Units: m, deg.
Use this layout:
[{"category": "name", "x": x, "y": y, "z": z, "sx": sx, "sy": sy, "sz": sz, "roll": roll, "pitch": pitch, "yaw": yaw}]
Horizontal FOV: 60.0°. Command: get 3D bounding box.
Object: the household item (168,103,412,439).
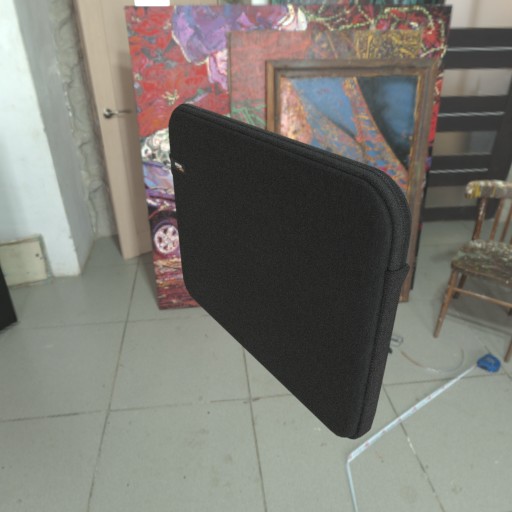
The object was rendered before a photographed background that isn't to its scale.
[{"category": "household item", "x": 0.000, "y": 0.000, "z": 0.531, "sx": 0.030, "sy": 0.305, "sz": 0.396, "roll": -20, "pitch": 36, "yaw": -31}]
